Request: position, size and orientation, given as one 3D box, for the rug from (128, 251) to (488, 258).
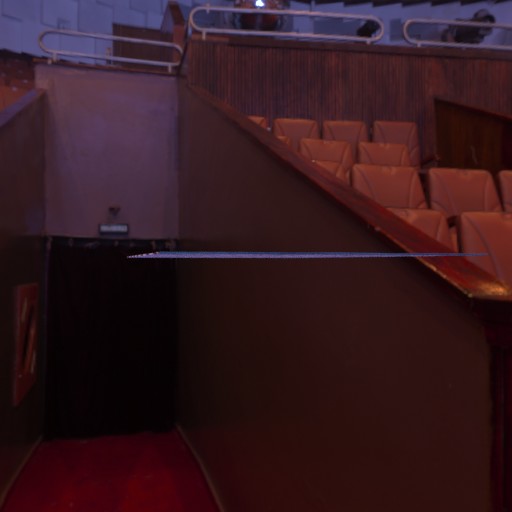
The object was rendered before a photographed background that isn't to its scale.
[{"bbox_3d":[0.000,0.000,2.914,1.522,0.010,2.311,0,-1,-19],"label":"rug"}]
